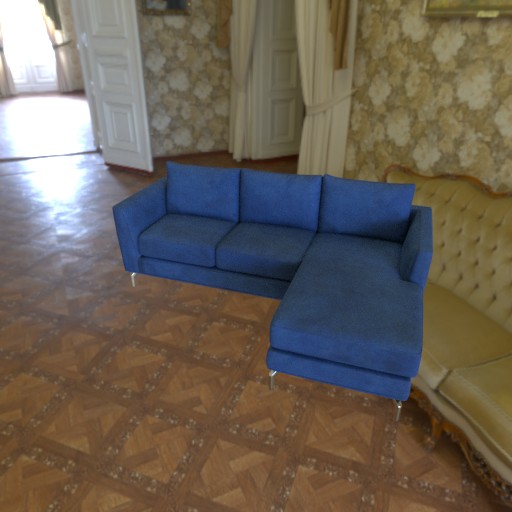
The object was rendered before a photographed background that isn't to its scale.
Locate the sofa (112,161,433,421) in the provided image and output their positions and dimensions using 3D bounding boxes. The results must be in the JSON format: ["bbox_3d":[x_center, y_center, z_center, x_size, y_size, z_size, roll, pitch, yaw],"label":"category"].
[{"bbox_3d":[0.000,0.000,3.342,2.438,0.987,1.622,9,29,17],"label":"sofa"}]
